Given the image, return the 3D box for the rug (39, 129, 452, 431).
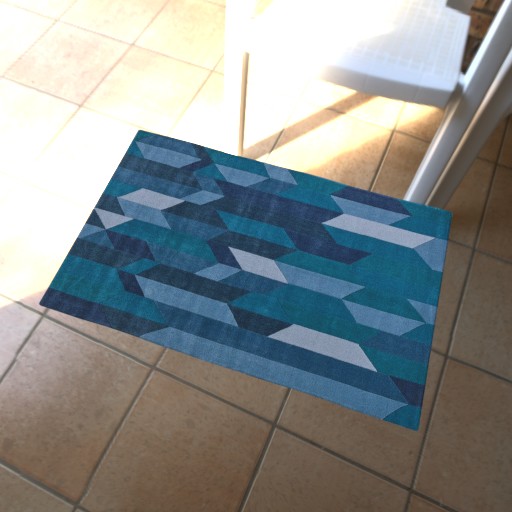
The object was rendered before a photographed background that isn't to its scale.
[{"bbox_3d":[0.000,0.000,2.976,2.420,0.005,1.528,16,65,8],"label":"rug"}]
